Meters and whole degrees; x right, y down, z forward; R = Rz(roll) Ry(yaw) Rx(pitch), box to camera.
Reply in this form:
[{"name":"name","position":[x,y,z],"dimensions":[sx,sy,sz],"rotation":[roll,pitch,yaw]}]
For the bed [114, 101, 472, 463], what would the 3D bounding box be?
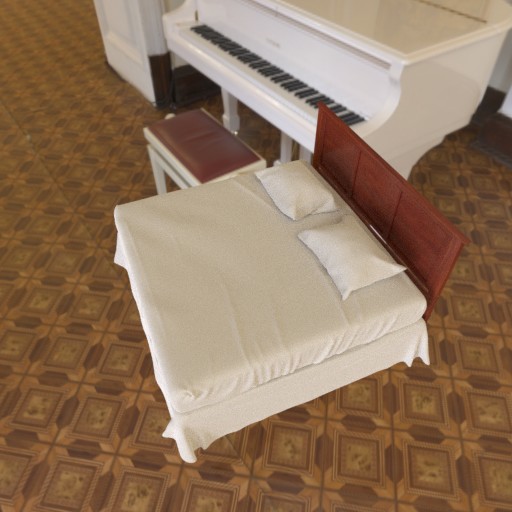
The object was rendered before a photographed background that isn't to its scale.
[{"name":"bed","position":[0.000,0.000,3.635],"dimensions":[2.219,1.271,2.314],"rotation":[-17,49,-15]}]
